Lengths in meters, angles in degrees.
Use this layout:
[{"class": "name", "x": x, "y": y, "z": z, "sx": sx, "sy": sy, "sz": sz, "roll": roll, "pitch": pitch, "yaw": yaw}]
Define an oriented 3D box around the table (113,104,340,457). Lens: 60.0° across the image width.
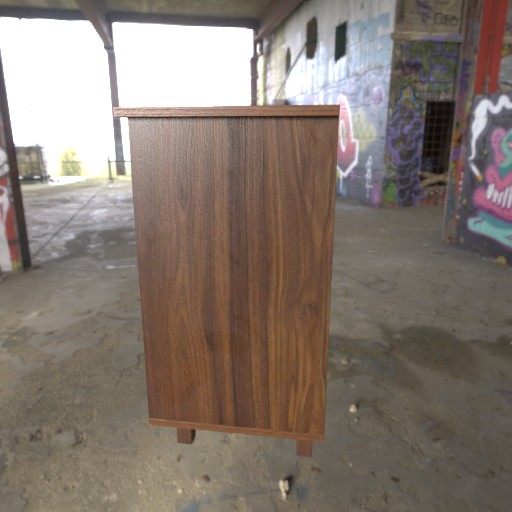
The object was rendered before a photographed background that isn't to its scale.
[{"class": "table", "x": 0.000, "y": 0.000, "z": 1.205, "sx": 0.390, "sy": 0.725, "sz": 0.802, "roll": 2, "pitch": 15, "yaw": 8}]
